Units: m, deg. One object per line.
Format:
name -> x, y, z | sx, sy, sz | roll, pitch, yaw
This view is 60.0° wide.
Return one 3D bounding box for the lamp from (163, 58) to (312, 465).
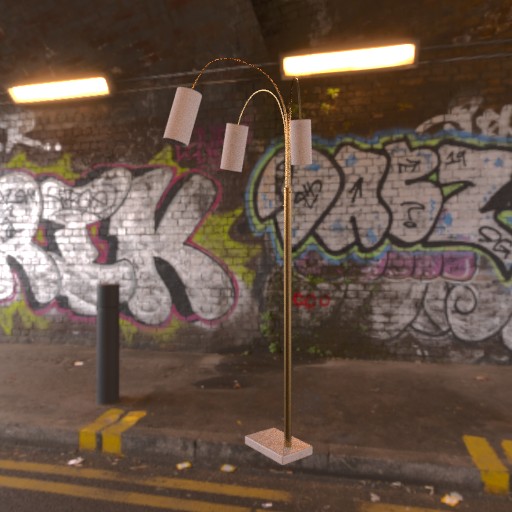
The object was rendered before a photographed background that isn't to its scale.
lamp -> 0.000, 0.000, 2.491 | 1.020, 2.055, 0.667 | 0, 0, -37
